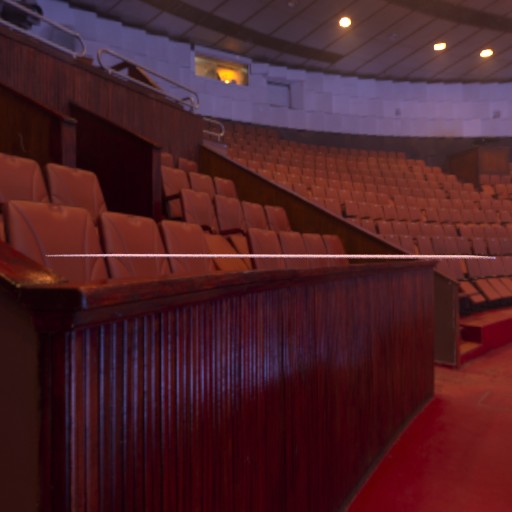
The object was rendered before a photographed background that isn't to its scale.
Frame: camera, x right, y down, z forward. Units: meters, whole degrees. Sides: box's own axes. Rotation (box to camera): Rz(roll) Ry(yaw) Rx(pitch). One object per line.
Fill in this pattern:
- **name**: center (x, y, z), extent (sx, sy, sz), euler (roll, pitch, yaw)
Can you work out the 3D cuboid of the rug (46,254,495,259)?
- **rug**: center (0.000, 0.000, 2.478), extent (2.277, 0.008, 0.676), euler (0, 1, 17)
